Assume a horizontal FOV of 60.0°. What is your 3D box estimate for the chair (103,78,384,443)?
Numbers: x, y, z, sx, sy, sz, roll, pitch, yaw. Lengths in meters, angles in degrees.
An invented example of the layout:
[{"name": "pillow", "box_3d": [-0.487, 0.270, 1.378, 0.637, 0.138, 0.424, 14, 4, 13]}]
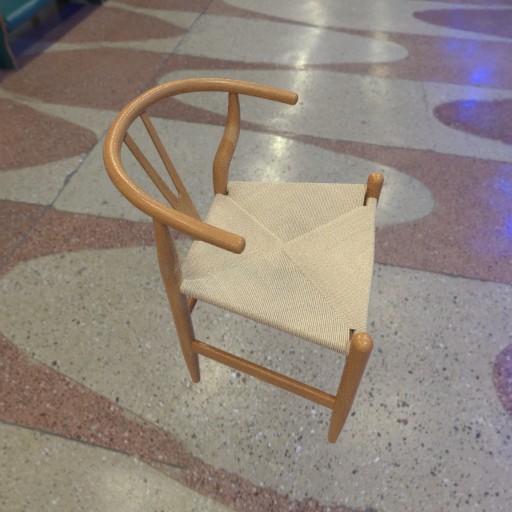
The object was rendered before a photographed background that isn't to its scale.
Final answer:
[{"name": "chair", "box_3d": [0.000, 0.000, 1.124, 0.579, 0.730, 0.569, 10, 47, 9]}]
